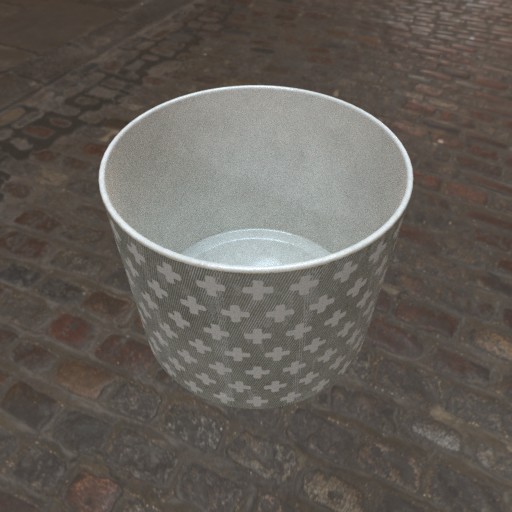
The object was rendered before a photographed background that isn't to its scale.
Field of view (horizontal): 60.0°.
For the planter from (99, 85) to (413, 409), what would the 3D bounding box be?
[{"bbox_3d":[0.000,0.000,0.448,0.250,0.239,0.250,0,47,0],"label":"planter"}]
